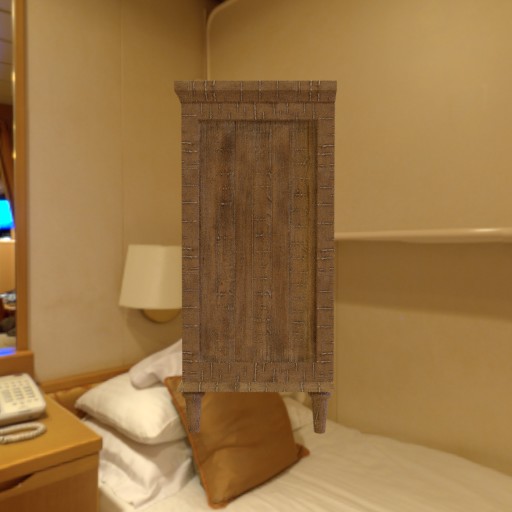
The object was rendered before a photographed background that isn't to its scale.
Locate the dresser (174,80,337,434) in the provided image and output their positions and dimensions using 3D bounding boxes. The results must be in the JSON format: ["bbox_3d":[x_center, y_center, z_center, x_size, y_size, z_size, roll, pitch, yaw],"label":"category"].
[{"bbox_3d":[0.000,0.000,2.066,0.457,1.016,1.626,0,1,0],"label":"dresser"}]
